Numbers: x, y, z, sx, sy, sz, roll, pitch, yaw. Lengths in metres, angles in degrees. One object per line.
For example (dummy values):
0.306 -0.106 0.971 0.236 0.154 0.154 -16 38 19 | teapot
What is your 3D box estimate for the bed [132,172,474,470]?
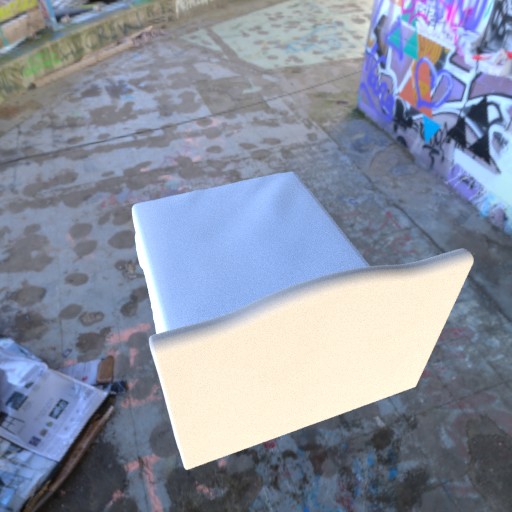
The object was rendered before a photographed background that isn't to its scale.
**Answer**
0.000 0.000 3.175 1.678 1.398 2.052 -14 45 -15 | bed
